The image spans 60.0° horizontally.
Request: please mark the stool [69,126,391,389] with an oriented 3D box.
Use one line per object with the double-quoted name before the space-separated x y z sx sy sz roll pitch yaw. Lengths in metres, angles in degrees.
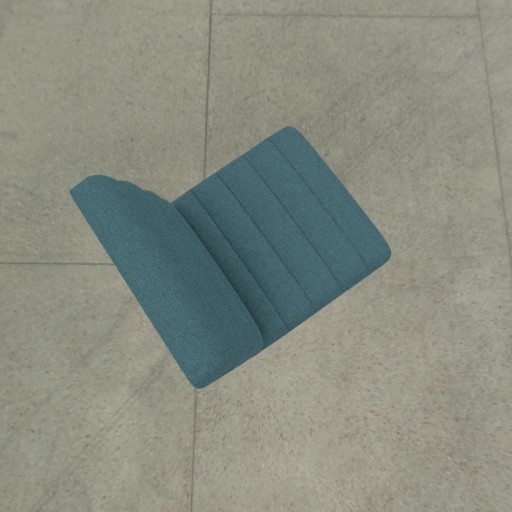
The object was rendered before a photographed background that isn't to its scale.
"stool" 0.000 0.000 1.269 0.560 0.940 0.460 -34 79 -8
